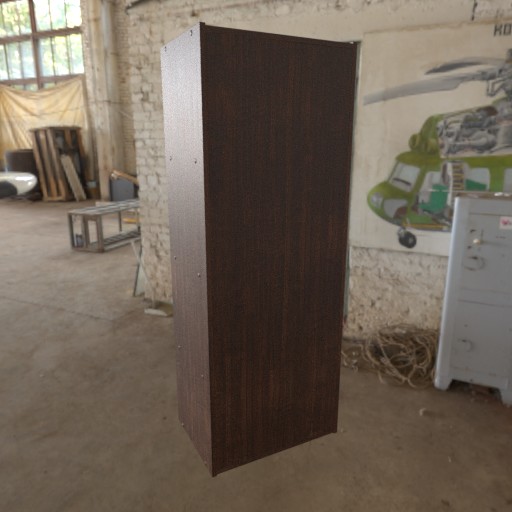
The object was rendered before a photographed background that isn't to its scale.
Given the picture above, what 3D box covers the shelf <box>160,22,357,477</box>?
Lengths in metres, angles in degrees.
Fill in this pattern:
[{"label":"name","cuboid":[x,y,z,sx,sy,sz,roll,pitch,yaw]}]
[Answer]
[{"label":"shelf","cuboid":[0.000,0.000,1.255,0.415,1.099,0.290,-7,16,-27]}]
